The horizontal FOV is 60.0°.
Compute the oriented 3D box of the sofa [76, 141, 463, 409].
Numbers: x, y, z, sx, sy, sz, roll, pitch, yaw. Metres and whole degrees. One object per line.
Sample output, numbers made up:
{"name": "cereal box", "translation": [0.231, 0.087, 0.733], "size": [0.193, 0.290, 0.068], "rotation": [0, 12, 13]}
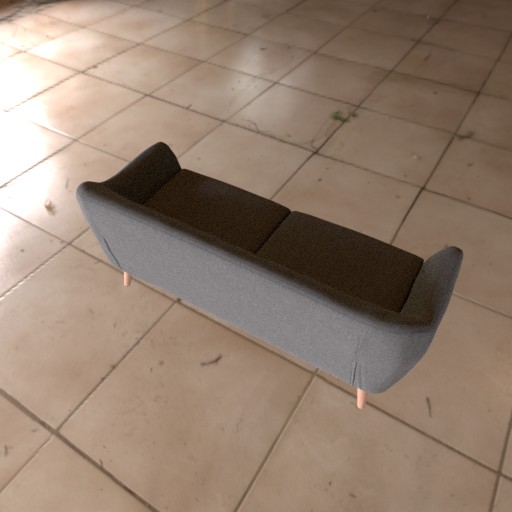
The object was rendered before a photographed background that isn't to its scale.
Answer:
{"name": "sofa", "translation": [0.000, 0.000, 2.275], "size": [1.840, 0.820, 0.820], "rotation": [23, 51, 20]}
